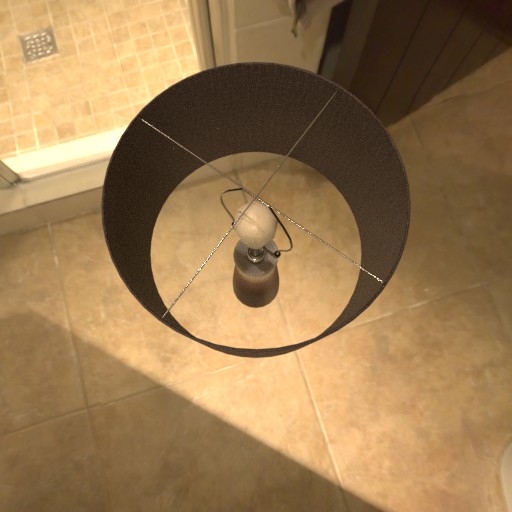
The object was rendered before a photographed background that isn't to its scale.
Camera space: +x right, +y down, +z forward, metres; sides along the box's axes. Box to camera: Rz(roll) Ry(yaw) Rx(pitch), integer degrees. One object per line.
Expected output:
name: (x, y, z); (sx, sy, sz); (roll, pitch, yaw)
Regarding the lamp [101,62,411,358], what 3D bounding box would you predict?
lamp: (0.000, 0.000, 0.670); (0.303, 0.488, 0.303); (0, 76, 0)
